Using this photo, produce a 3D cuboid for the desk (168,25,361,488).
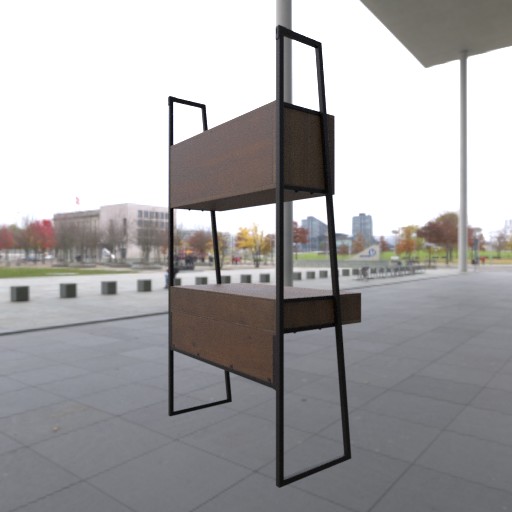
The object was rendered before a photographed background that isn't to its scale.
[{"bbox_3d":[0.000,0.000,2.271,0.515,1.809,0.982,0,0,-37],"label":"desk"}]
